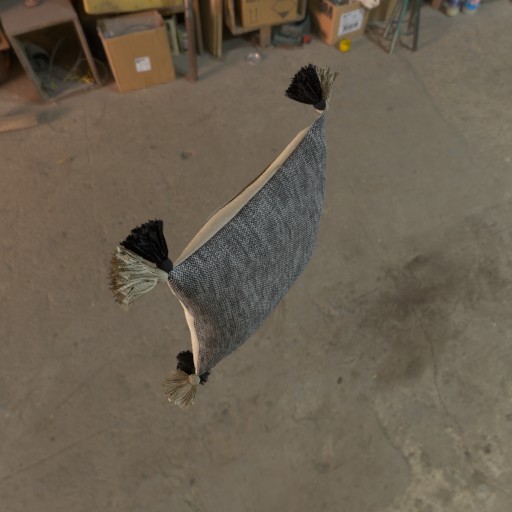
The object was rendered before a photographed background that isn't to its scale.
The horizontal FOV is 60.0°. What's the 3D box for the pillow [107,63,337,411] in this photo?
[{"bbox_3d":[0.000,0.000,0.983,0.170,0.659,0.654,31,62,19],"label":"pillow"}]
